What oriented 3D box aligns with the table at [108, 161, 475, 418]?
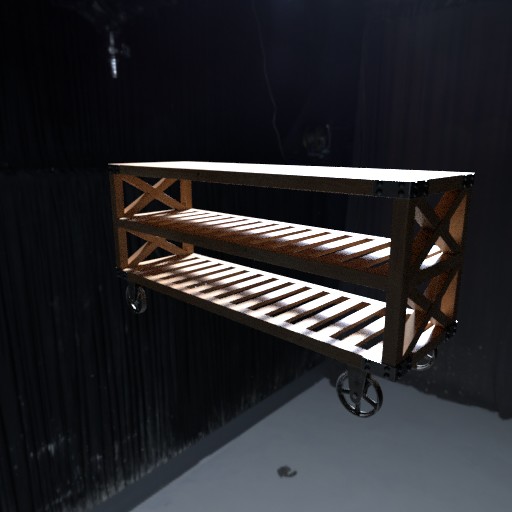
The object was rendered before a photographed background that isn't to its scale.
[{"bbox_3d":[0.000,0.000,1.818,1.487,0.711,0.467,13,19,42],"label":"table"}]
